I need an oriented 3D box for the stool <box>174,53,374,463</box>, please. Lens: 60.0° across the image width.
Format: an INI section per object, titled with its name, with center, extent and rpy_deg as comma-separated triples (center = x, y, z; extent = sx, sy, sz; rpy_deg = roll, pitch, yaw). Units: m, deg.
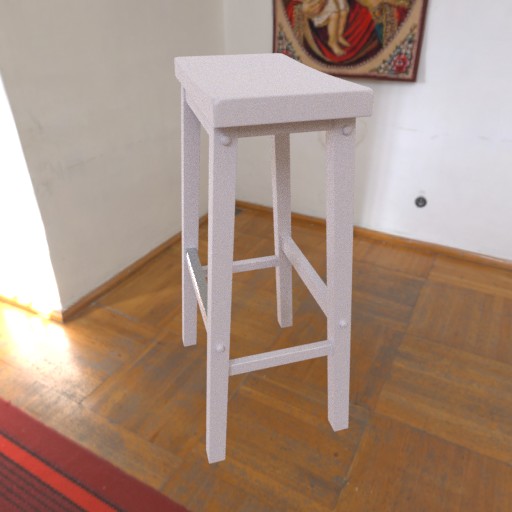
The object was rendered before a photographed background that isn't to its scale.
[stool]
center = 0.000, 0.000, 0.949
extent = 0.322, 0.742, 0.406
rpy_deg = -8, 32, -14
